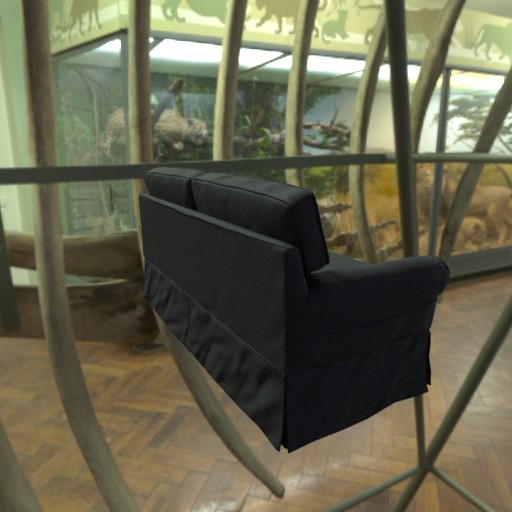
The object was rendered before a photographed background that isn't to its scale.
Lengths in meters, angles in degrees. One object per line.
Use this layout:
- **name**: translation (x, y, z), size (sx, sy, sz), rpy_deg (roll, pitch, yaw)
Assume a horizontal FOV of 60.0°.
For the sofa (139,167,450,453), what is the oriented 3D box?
- **sofa**: translation (0.000, 0.000, 2.846), size (0.983, 1.094, 2.256), rpy_deg (-7, 16, -27)
